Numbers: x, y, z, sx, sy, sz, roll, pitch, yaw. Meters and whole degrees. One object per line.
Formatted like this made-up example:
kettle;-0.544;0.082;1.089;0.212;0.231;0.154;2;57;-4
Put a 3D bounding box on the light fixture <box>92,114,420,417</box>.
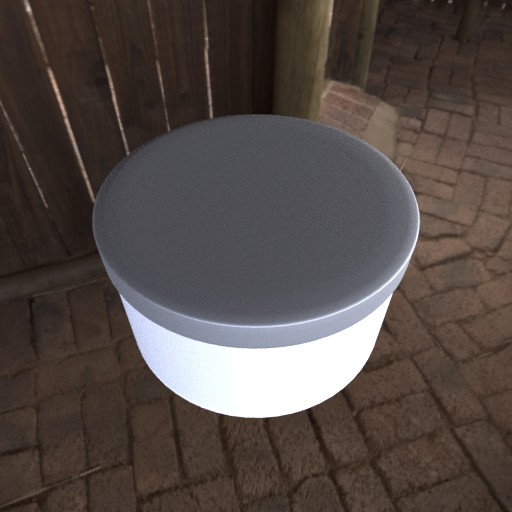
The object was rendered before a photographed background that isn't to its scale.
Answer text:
light fixture;0.000;0.000;0.630;0.393;0.229;0.393;0;47;0
